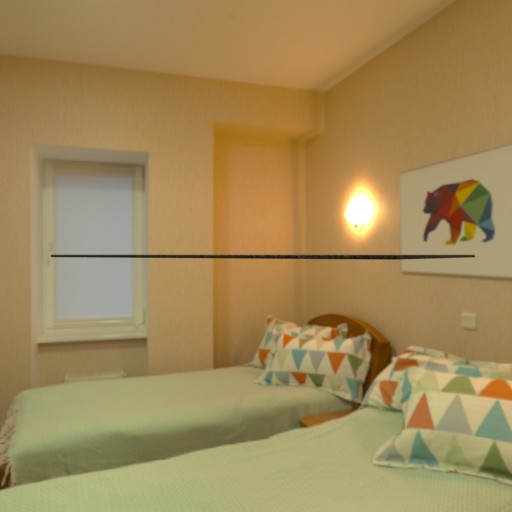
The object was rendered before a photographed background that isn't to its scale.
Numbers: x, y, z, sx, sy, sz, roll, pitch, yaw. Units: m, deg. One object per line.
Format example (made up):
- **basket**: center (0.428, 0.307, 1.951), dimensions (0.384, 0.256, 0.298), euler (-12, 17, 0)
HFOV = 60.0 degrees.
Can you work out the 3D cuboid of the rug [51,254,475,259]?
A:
- **rug**: center (0.000, 0.000, 2.872), dimensions (2.330, 0.017, 1.478), euler (0, 0, 36)
